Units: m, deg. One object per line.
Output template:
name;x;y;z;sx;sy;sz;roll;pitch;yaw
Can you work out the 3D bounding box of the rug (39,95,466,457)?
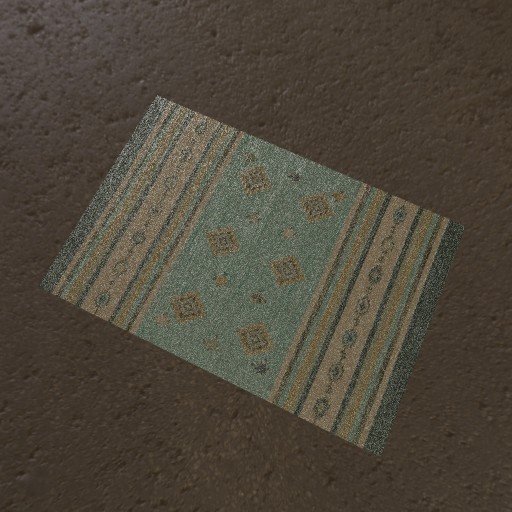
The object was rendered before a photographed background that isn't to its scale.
rug;0.000;0.000;2.240;1.811;0.010;1.212;25;76;7
